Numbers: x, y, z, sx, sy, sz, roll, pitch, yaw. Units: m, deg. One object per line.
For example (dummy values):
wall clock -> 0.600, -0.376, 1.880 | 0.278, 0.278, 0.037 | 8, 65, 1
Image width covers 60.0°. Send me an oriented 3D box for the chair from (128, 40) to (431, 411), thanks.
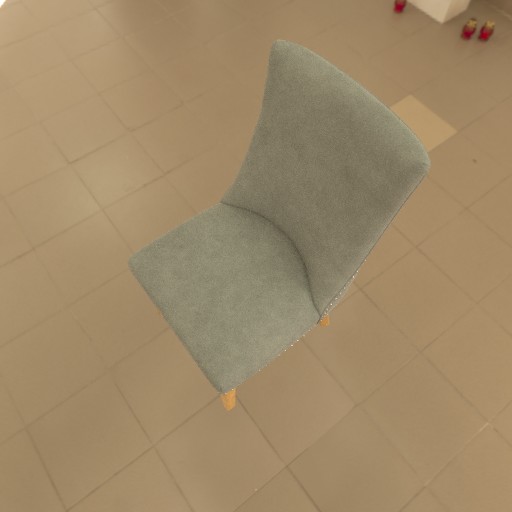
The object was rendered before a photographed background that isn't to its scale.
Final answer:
chair -> 0.000, 0.000, 1.264 | 0.610, 0.902, 0.495 | -34, 67, -17
